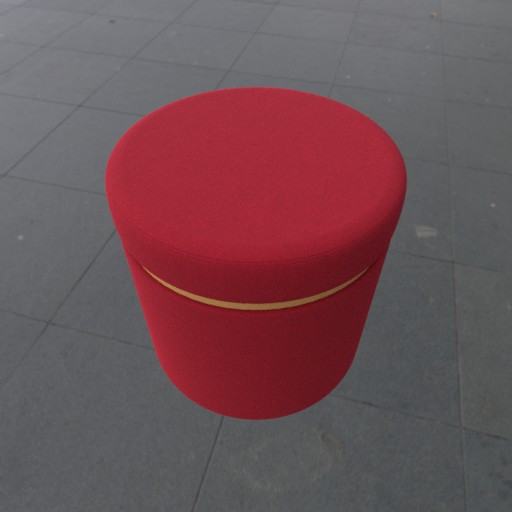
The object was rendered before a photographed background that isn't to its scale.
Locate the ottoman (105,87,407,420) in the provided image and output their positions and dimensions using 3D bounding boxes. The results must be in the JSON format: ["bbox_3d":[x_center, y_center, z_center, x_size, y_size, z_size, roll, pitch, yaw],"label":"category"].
[{"bbox_3d":[0.000,0.000,0.734,0.400,0.406,0.400,0,47,0],"label":"ottoman"}]
